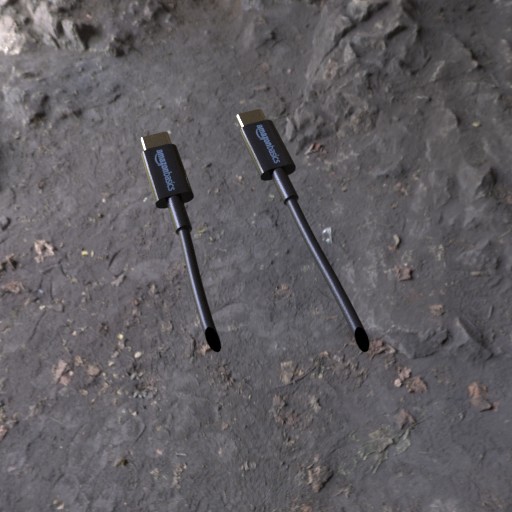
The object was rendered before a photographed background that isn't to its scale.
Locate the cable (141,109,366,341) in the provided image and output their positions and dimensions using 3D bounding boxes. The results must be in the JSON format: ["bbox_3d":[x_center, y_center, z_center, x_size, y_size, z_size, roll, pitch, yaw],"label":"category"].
[{"bbox_3d":[0.000,0.000,0.111,0.041,0.005,0.098,-17,61,-10],"label":"cable"}]
